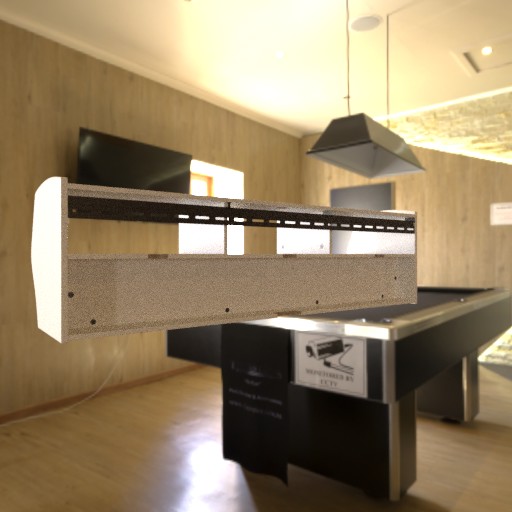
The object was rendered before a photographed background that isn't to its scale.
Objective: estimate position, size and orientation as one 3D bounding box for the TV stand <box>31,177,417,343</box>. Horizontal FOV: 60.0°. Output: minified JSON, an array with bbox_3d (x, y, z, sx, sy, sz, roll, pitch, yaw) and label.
[{"bbox_3d":[0.000,0.000,1.678,1.473,0.424,0.397,0,0,-36],"label":"TV stand"}]
